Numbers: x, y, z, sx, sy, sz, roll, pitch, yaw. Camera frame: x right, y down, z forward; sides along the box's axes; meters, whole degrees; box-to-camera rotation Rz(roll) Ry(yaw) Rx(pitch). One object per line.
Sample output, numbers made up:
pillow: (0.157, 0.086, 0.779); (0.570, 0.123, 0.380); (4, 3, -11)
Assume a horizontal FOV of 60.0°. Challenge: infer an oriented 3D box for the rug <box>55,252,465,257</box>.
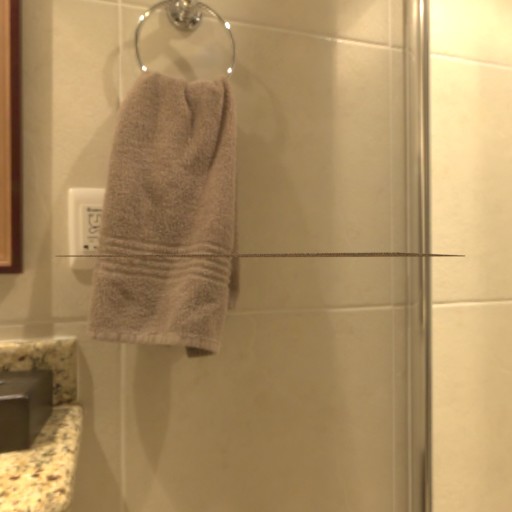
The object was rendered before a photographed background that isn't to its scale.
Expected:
rug: (0.000, 0.000, 3.090); (2.427, 0.007, 1.515); (0, -1, 35)
